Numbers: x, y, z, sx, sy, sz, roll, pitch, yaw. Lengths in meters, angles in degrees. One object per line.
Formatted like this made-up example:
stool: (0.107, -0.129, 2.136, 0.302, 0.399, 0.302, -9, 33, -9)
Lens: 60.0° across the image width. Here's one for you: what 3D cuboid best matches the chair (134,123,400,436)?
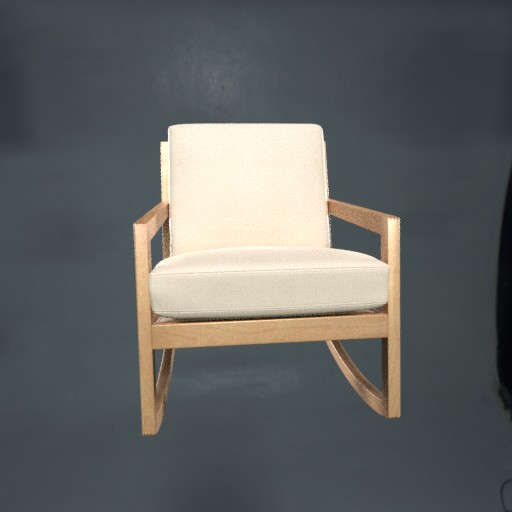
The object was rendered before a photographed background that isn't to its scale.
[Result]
chair: (0.000, 0.000, 1.381, 0.622, 0.790, 0.857, -2, 17, -6)
